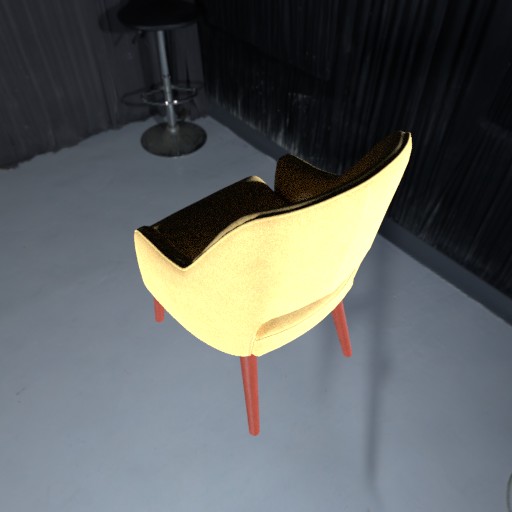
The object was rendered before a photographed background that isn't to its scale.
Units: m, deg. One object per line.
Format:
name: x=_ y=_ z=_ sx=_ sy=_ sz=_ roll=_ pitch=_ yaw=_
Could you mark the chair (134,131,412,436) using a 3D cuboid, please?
chair: x=0.000 y=0.000 z=1.212 sx=0.548 sy=0.849 sz=0.605 roll=-31 pitch=55 yaw=-26
